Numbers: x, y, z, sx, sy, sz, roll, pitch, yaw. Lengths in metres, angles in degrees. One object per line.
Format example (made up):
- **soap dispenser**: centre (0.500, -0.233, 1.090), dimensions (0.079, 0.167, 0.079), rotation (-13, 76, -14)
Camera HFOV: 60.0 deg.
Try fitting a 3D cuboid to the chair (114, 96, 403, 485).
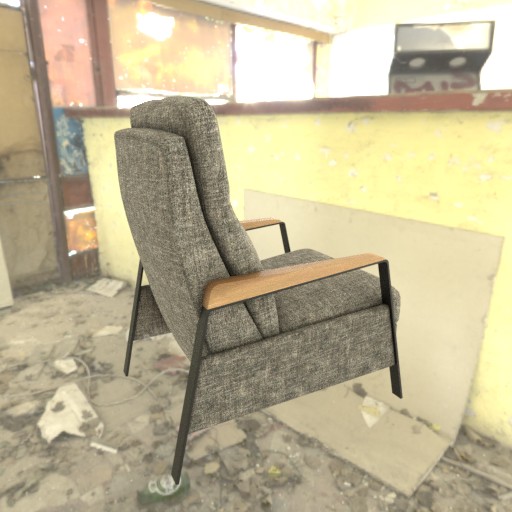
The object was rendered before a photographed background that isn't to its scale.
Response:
- **chair**: centre (0.000, 0.000, 1.570), dimensions (0.868, 1.042, 0.671), rotation (-9, 19, -27)
